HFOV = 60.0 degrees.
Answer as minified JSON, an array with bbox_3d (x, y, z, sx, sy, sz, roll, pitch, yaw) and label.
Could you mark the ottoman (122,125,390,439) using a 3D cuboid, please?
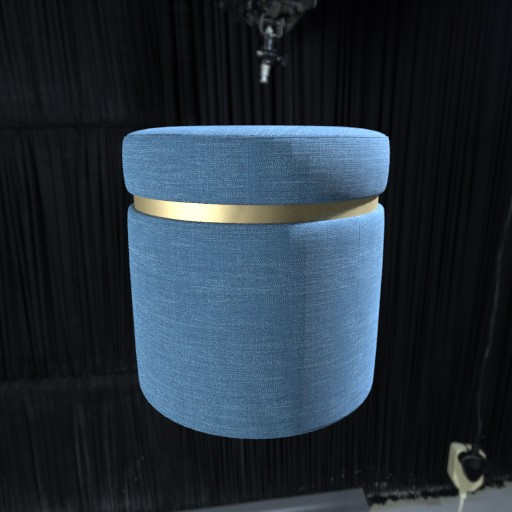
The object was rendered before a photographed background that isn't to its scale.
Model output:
[{"bbox_3d":[0.000,0.000,0.725,0.398,0.406,0.398,0,15,0],"label":"ottoman"}]
